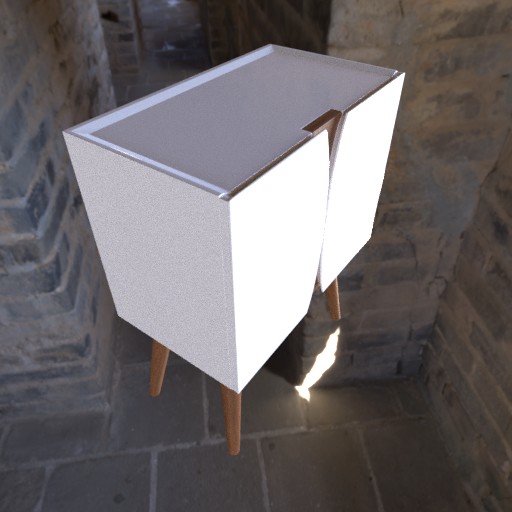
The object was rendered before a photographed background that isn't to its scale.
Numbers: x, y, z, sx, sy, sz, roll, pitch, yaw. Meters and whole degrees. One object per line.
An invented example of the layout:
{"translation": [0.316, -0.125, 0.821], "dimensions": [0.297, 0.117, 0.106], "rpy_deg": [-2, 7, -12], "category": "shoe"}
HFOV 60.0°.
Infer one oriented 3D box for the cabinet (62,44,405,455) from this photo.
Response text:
{"translation": [0.000, 0.000, 1.069], "dimensions": [0.344, 0.772, 0.591], "rpy_deg": [25, 47, 26], "category": "cabinet"}
